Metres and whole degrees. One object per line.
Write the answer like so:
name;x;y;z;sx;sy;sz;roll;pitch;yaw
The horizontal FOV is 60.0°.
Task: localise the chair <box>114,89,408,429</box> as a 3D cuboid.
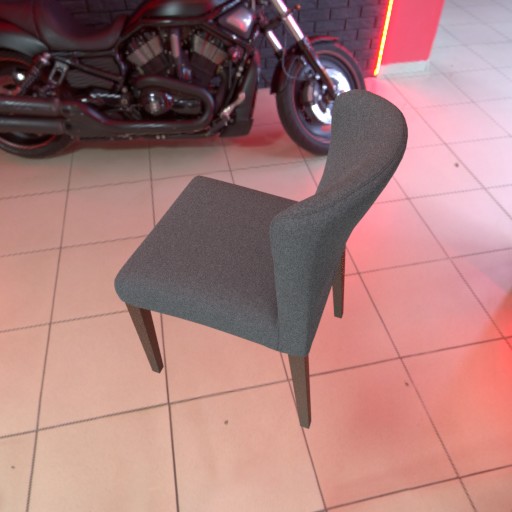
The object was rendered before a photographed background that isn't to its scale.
chair;0.000;0.000;1.179;0.592;0.839;0.491;15;48;14
